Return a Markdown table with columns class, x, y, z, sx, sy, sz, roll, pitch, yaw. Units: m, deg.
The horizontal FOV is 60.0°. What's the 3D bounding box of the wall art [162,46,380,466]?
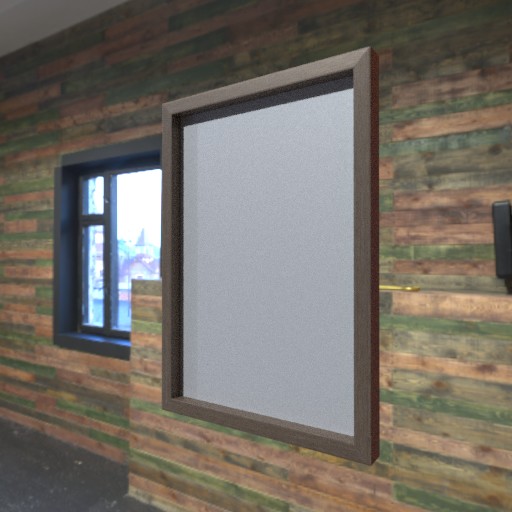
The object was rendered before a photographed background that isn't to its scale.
| class | x | y | z | sx | sy | sz | roll | pitch | yaw |
| --- | --- | --- | --- | --- | --- | --- | --- | --- | --- |
| wall art | 0.000 | 0.000 | 0.651 | 0.358 | 0.510 | 0.032 | 0 | 0 | 34 |
